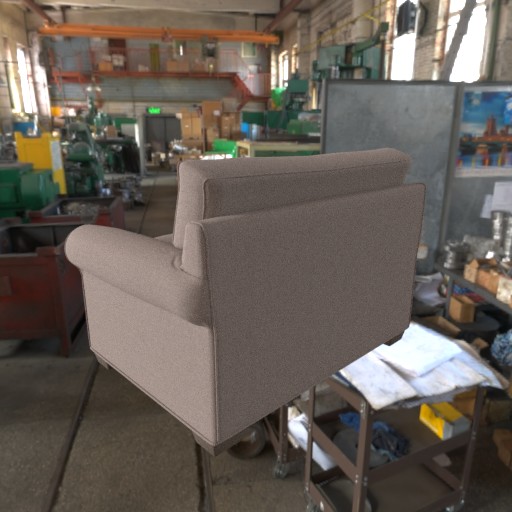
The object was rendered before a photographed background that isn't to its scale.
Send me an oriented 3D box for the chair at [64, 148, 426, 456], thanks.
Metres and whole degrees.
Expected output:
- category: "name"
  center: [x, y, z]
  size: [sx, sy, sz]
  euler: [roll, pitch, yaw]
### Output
- category: "chair"
  center: [0.000, 0.000, 1.993]
  size: [1.390, 0.930, 0.930]
  euler: [-15, 22, -42]
